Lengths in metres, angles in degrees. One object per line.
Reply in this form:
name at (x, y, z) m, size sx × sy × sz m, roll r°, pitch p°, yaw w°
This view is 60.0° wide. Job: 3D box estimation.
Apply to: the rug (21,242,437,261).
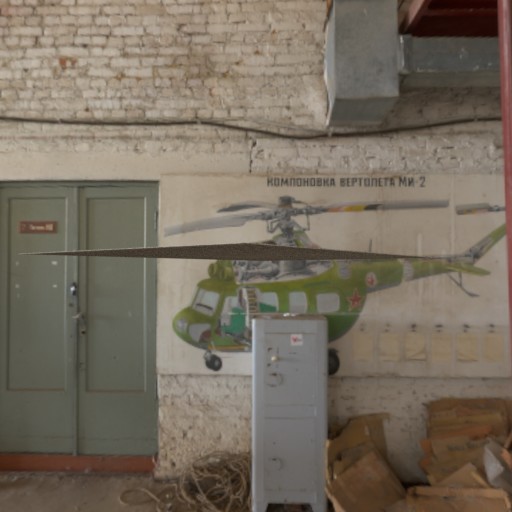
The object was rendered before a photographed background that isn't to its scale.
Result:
rug at (0.000, 0.000, 2.094) m, size 1.190 × 0.003 × 1.634 m, roll -1°, pitch -2°, yaw 38°
